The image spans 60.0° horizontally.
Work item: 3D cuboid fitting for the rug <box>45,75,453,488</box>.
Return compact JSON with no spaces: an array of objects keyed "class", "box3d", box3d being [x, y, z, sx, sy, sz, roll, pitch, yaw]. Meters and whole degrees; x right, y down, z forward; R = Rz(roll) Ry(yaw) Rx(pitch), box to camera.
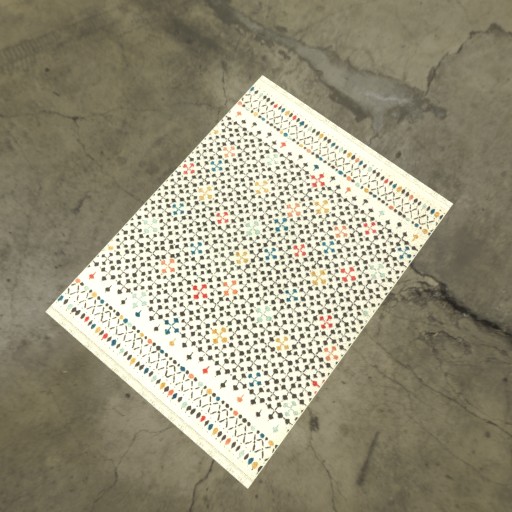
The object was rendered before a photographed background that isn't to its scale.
[{"class":"rug","box3d":[0.000,0.000,2.028,1.146,0.006,1.556,37,78,9]}]
